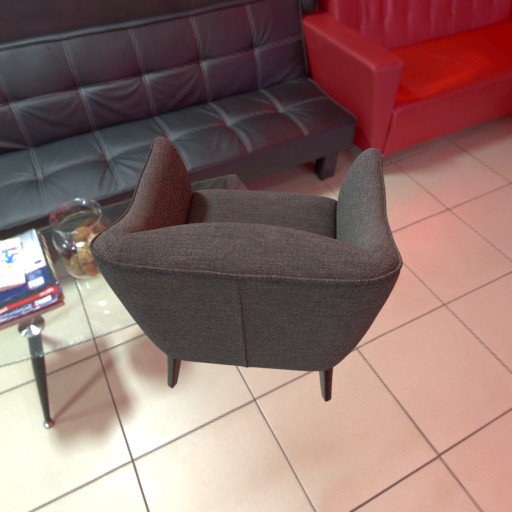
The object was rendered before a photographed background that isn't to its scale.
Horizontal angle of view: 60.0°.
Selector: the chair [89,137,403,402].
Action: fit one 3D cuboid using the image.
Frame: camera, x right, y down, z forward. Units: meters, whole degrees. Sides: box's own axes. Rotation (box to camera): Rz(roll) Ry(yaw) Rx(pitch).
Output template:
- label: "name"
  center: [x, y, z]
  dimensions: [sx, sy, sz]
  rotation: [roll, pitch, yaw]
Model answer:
- label: "chair"
  center: [0.000, 0.000, 1.541]
  dimensions: [0.870, 0.829, 0.851]
  rotation: [4, 48, 4]
